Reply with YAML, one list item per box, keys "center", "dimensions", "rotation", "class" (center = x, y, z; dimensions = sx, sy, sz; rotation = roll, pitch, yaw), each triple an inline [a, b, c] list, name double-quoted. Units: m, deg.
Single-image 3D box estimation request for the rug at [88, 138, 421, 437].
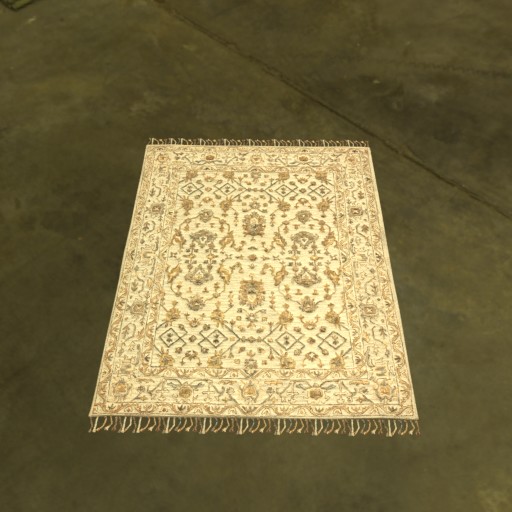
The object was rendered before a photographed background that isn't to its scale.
- center: [0.000, 0.000, 4.013]
  dimensions: [2.426, 0.034, 3.061]
  rotation: [1, 57, 0]
  class: "rug"
